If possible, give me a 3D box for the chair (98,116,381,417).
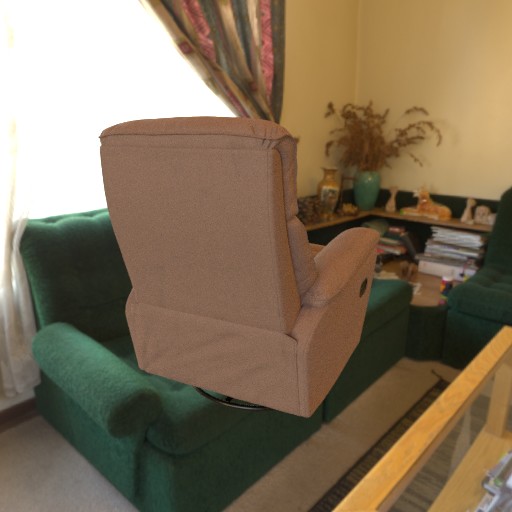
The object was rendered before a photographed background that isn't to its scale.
[{"bbox_3d":[0.000,0.000,1.745,0.820,1.037,1.004,8,18,25],"label":"chair"}]
